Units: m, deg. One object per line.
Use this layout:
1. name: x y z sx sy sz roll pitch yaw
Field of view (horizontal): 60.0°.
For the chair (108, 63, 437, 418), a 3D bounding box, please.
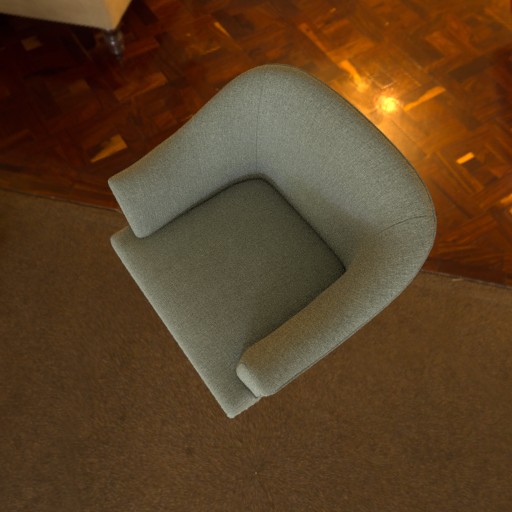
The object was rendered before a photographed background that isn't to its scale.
1. chair: 0.000 0.000 1.419 0.704 0.815 0.798 -34 69 -15
